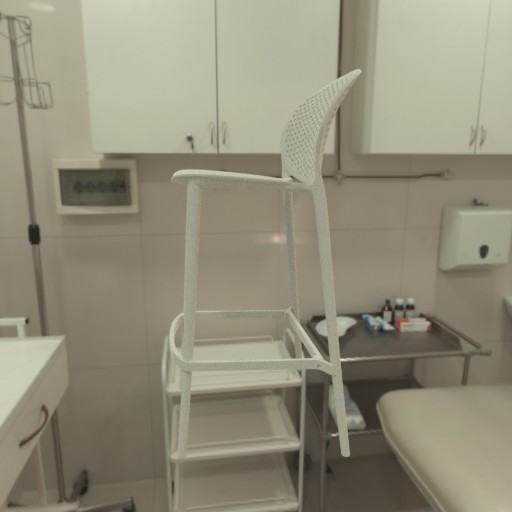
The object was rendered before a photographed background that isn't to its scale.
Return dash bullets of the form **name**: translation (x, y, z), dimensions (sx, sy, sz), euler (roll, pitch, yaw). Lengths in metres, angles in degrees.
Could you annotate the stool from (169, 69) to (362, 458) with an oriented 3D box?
- **stool**: translation (0.000, 0.000, 1.343), dimensions (0.535, 1.045, 0.536), euler (-2, 13, -9)
